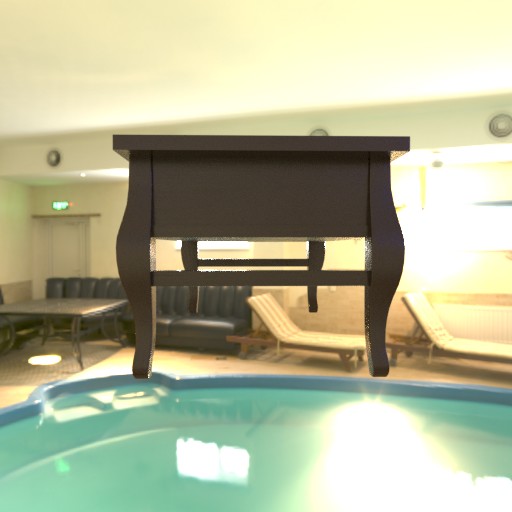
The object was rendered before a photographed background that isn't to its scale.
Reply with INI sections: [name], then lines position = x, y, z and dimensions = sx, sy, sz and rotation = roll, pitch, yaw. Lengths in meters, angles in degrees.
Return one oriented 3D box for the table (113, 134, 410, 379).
[table]
position = 0.000, 0.000, 1.402
dimensions = 0.600, 0.494, 1.062
rotation = 0, 1, -1
